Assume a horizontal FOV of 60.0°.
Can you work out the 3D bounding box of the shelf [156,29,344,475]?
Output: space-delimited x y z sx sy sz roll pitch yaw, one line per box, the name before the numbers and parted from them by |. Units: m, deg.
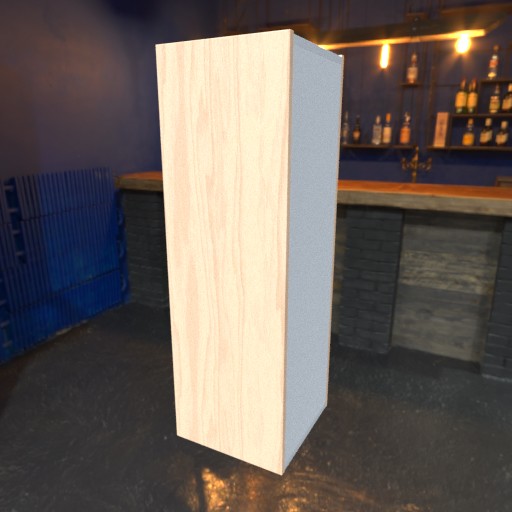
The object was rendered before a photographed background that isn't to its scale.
shelf | 0.000 0.000 1.056 0.290 0.900 0.300 8 17 27
